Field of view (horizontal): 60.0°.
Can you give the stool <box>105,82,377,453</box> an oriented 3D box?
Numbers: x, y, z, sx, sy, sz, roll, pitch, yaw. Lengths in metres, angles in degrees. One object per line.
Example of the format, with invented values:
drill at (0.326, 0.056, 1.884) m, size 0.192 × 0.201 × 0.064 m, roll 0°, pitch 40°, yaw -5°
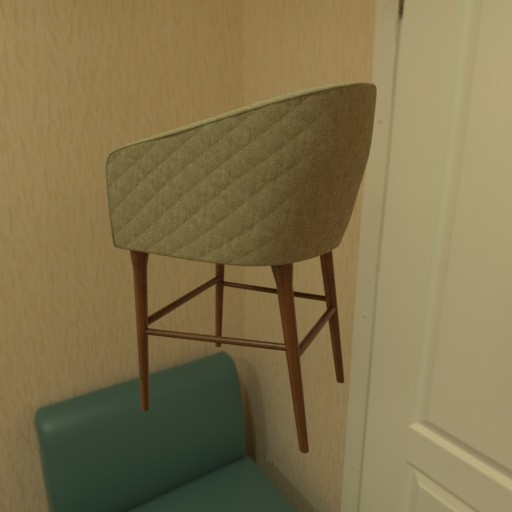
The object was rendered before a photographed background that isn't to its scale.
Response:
stool at (0.000, 0.000, 1.335) m, size 0.635 × 0.952 × 0.559 m, roll 8°, pitch 19°, yaw 24°
